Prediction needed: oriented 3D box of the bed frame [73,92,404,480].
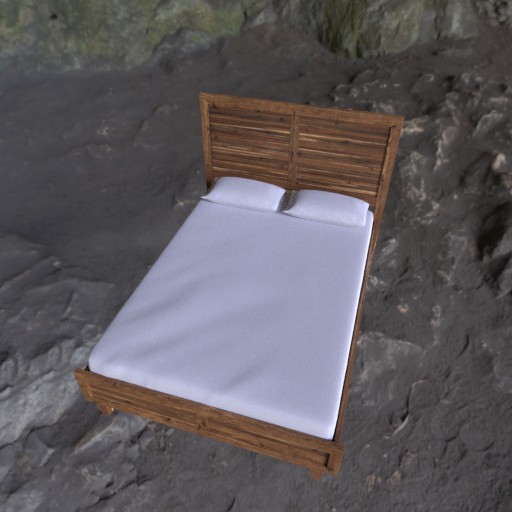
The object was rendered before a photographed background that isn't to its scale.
[{"bbox_3d":[0.000,0.000,3.251,1.696,1.417,2.276,11,42,13],"label":"bed frame"}]
